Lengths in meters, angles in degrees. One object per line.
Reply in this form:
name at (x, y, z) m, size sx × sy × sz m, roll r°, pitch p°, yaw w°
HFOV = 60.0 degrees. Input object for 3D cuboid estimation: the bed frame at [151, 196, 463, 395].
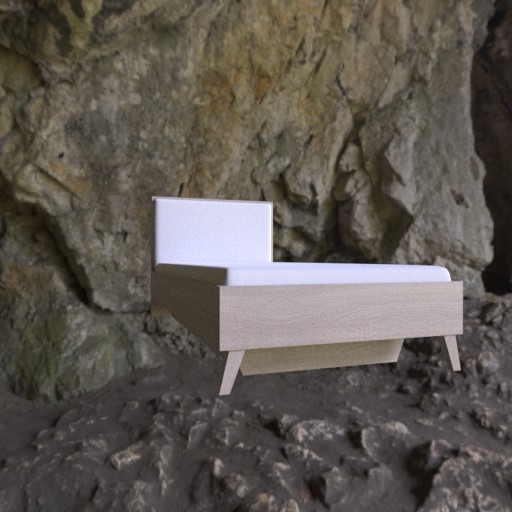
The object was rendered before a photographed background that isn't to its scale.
bed frame at (0.000, 0.000, 2.600) m, size 0.990 × 0.920 × 2.140 m, roll 0°, pitch 0°, yaw -19°
